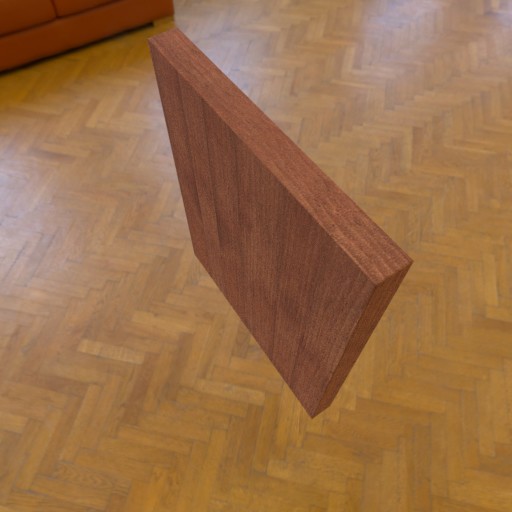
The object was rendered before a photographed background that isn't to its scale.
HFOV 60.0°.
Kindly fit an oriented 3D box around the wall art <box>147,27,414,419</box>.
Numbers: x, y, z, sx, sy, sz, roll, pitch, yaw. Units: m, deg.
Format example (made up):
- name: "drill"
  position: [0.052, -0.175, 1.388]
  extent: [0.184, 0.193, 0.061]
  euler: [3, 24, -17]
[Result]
- name: "wall art"
  position: [0.000, 0.000, 0.608]
  extent: [0.039, 0.449, 0.377]
  euler: [-30, 62, -17]
